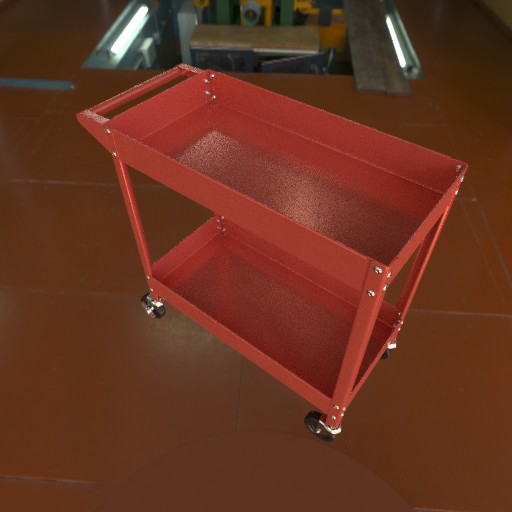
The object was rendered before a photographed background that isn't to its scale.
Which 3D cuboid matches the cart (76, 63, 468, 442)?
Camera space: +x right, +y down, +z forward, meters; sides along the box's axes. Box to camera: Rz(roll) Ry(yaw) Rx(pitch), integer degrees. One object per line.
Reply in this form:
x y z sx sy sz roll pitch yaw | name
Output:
0.000 0.000 1.168 0.779 0.719 0.366 30 54 25 | cart
